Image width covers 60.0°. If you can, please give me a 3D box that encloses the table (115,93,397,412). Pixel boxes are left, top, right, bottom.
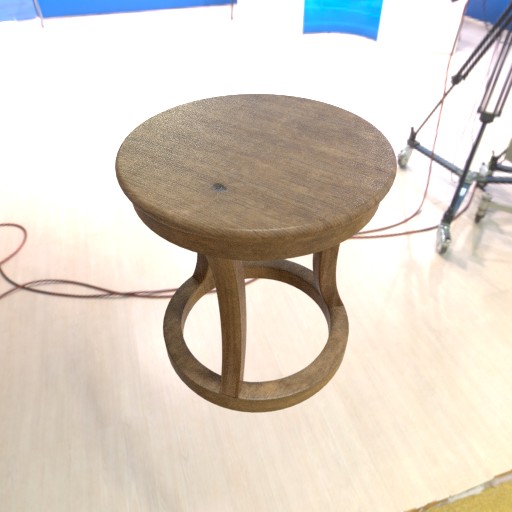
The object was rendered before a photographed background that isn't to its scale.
[{"bbox_3d":[0.000,0.000,0.844,0.432,0.460,0.432,0,42,0],"label":"table"}]
